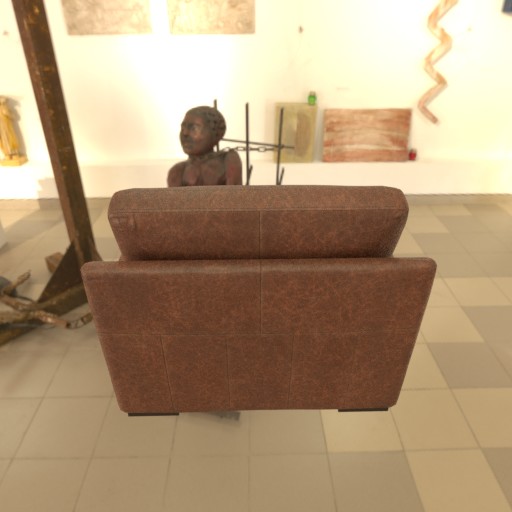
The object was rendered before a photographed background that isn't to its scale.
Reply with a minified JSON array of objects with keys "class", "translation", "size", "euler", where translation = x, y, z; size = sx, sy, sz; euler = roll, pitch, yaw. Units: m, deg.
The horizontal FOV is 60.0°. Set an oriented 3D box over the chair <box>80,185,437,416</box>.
[{"class":"chair","translation":[0.000,0.000,1.990],"size":[1.168,0.939,1.143],"euler":[-1,31,-1]}]
